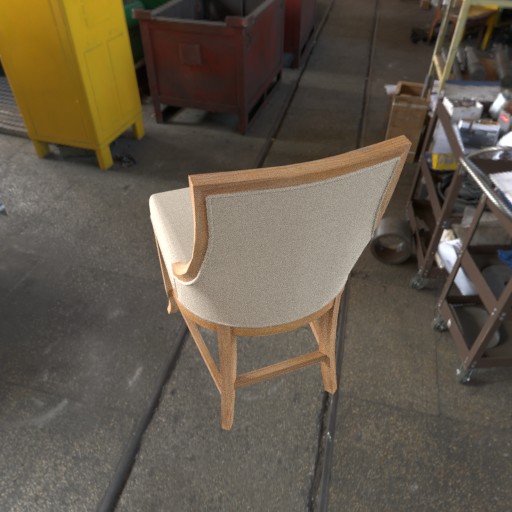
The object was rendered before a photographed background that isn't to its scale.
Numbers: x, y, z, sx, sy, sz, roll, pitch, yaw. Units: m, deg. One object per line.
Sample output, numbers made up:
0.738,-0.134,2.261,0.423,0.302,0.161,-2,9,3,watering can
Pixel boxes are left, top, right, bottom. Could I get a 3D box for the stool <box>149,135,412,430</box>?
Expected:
0.000,0.000,1.308,0.524,0.938,0.626,-14,44,-15,stool
